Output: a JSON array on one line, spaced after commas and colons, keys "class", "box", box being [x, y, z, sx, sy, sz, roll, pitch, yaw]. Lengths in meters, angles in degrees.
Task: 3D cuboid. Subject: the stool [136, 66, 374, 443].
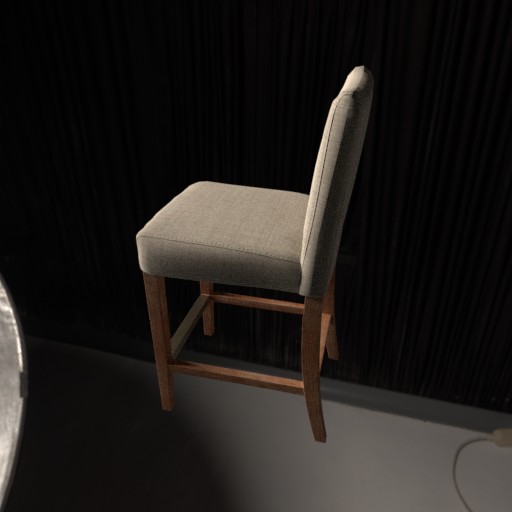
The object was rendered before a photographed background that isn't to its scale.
[{"class": "stool", "box": [0.000, 0.000, 1.348, 0.567, 1.039, 0.454, 8, 31, 13]}]
